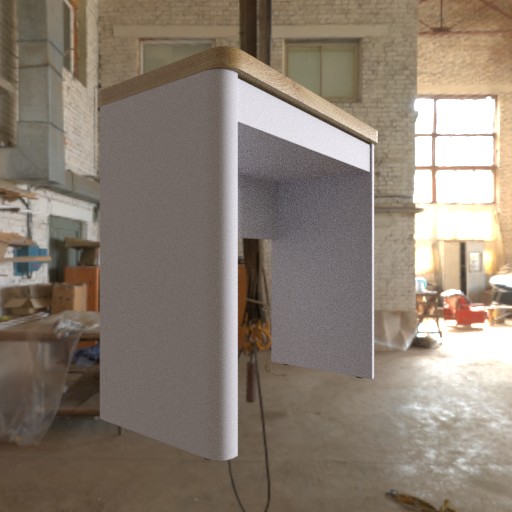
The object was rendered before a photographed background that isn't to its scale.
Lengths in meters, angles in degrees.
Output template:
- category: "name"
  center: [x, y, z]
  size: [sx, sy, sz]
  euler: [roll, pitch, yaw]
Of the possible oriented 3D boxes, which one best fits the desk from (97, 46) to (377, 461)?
- category: "desk"
  center: [0.000, 0.000, 1.252]
  size: [0.440, 0.790, 0.760]
  euler: [0, 0, 37]
